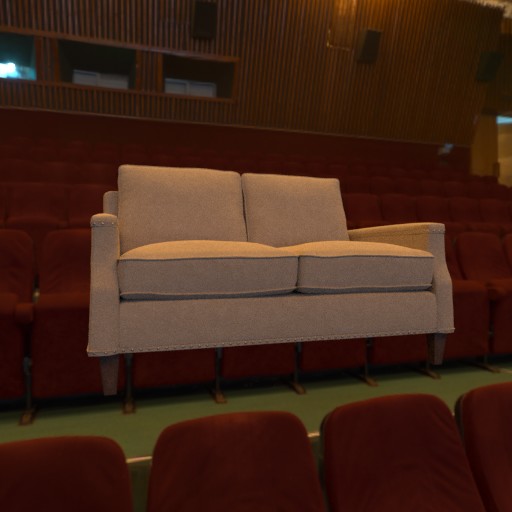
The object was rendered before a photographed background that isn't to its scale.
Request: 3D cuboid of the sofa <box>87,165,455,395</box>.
[{"bbox_3d":[0.000,0.000,2.286,1.597,1.002,1.084,0,0,-18],"label":"sofa"}]
